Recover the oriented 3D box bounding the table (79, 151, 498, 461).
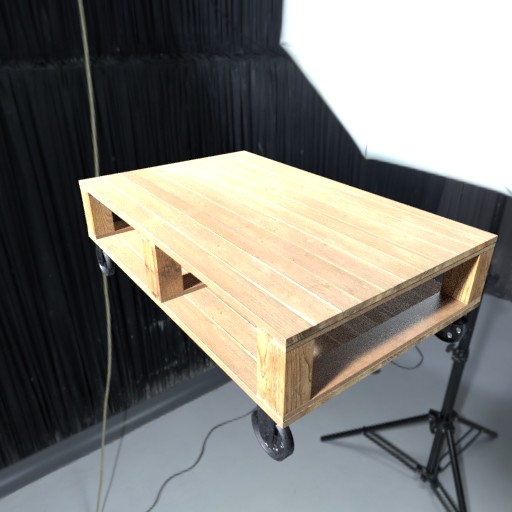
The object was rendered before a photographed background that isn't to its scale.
[{"bbox_3d":[0.000,0.000,1.656,0.827,0.413,1.299,-19,33,-32],"label":"table"}]
